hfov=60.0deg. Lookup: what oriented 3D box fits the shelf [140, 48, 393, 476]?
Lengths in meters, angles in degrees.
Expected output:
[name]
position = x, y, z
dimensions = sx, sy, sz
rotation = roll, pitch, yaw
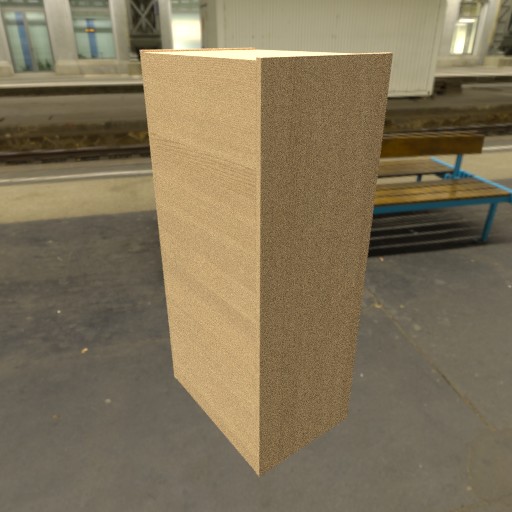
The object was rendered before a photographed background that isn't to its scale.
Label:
[shelf]
position = 0.000, 0.000, 1.045
dimensions = 0.292, 0.876, 0.417
rotation = -18, 32, -32
